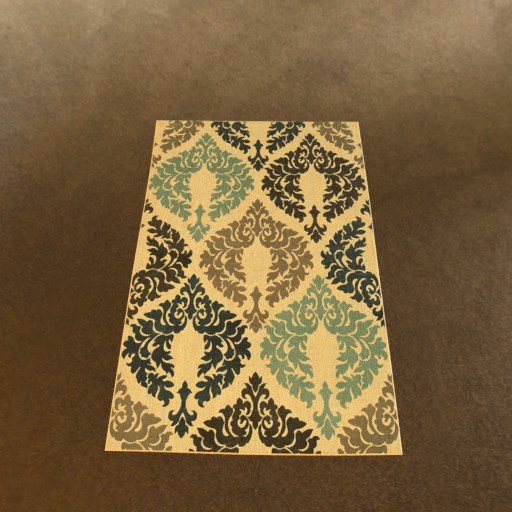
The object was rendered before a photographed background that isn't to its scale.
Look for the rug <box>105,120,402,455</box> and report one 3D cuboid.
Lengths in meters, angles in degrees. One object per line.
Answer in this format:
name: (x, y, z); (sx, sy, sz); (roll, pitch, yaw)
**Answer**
rug: (0.000, 0.000, 2.775); (1.514, 0.014, 2.275); (0, 62, 0)
